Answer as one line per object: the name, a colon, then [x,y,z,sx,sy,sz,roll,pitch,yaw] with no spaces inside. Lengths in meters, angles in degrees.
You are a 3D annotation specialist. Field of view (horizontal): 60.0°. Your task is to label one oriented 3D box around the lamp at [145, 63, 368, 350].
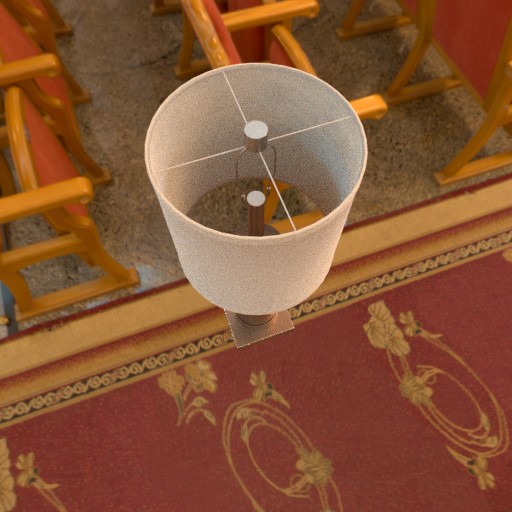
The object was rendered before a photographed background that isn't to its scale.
lamp: [0.000,0.000,0.618,0.202,0.509,0.202,-18,66,-8]
